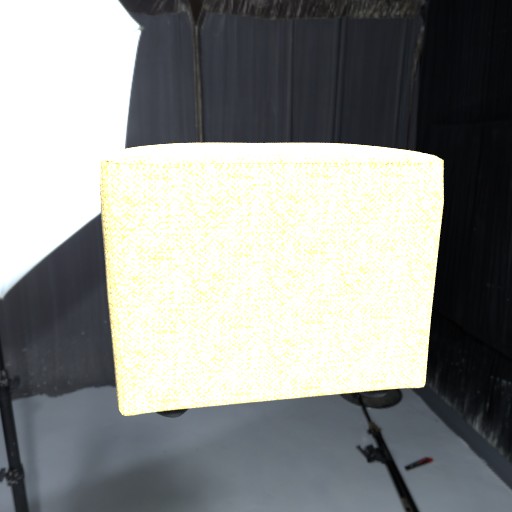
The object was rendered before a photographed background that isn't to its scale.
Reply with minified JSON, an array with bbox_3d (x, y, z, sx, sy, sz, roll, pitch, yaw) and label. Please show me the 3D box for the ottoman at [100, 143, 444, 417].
[{"bbox_3d":[0.000,0.000,0.893,0.512,0.441,0.505,-2,14,-9],"label":"ottoman"}]
